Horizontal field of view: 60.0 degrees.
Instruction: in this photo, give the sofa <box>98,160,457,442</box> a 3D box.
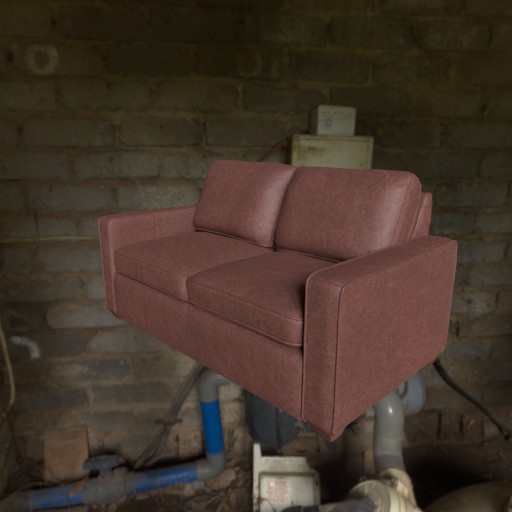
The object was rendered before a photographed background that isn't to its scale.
[{"bbox_3d":[0.000,0.000,2.308,0.947,0.918,1.709,-14,21,-43],"label":"sofa"}]
